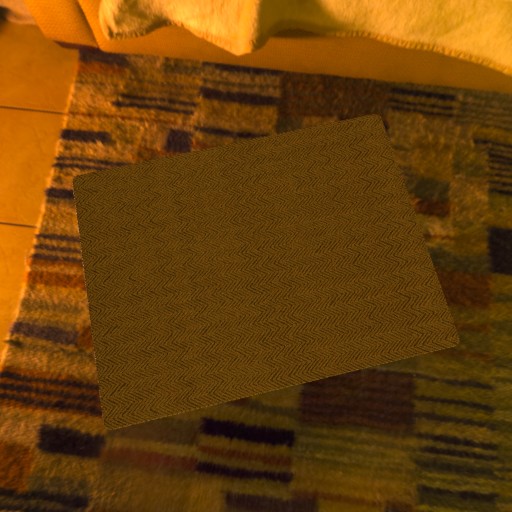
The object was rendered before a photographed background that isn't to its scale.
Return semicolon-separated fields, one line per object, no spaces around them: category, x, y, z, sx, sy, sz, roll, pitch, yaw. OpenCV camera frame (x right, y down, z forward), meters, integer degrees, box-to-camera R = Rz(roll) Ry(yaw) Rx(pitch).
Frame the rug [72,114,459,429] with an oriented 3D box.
rug;0.000;0.000;4.195;3.207;0.014;2.439;-13;74;-4
